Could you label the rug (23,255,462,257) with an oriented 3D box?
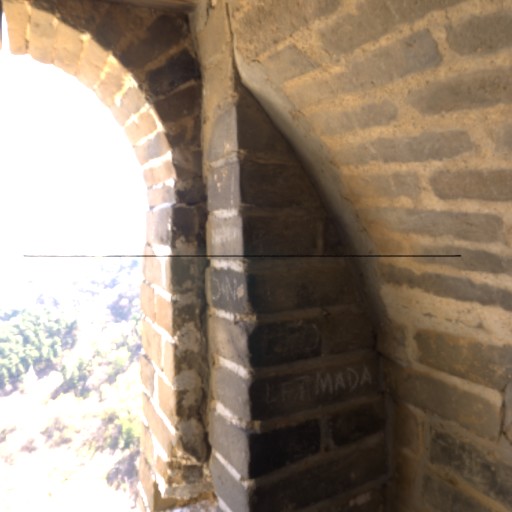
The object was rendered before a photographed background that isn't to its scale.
[{"bbox_3d":[0.000,0.000,3.748,2.940,0.011,2.053,0,0,18],"label":"rug"}]
